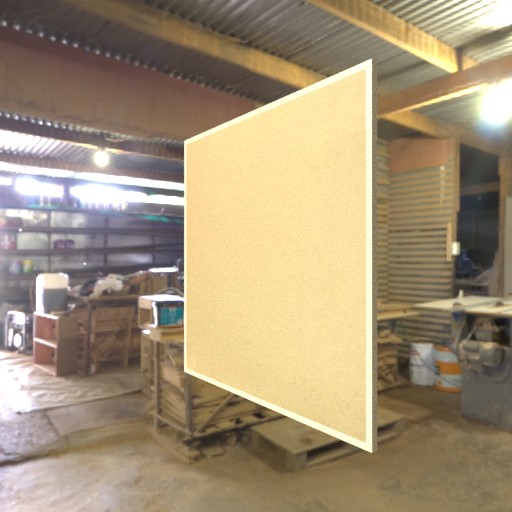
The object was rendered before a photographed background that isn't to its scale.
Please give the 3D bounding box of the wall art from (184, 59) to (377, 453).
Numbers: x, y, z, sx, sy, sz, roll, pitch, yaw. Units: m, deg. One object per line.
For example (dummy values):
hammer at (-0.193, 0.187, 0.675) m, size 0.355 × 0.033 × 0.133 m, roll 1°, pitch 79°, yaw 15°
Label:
wall art at (0.000, 0.000, 0.852) m, size 0.012 × 0.557 × 0.557 m, roll 0°, pitch 0°, yaw -37°
